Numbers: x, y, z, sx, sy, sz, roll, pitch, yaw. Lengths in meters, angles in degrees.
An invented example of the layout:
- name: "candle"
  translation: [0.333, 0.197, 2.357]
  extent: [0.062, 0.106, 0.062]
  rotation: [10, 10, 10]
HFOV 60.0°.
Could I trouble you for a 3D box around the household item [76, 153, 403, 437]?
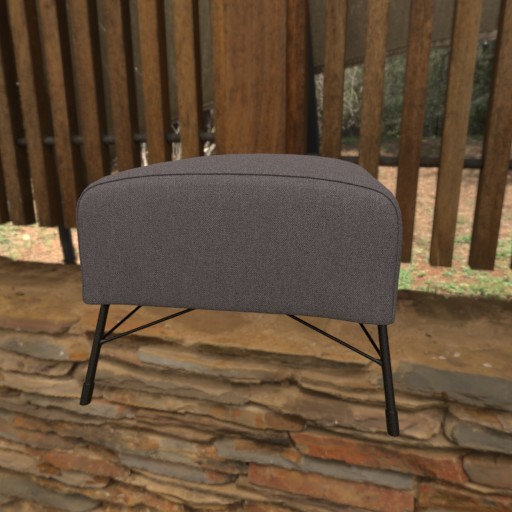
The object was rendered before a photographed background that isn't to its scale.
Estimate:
- name: "household item"
  translation: [0.000, 0.000, 0.914]
  extent: [0.530, 0.410, 0.530]
  rotation: [2, 15, 9]
